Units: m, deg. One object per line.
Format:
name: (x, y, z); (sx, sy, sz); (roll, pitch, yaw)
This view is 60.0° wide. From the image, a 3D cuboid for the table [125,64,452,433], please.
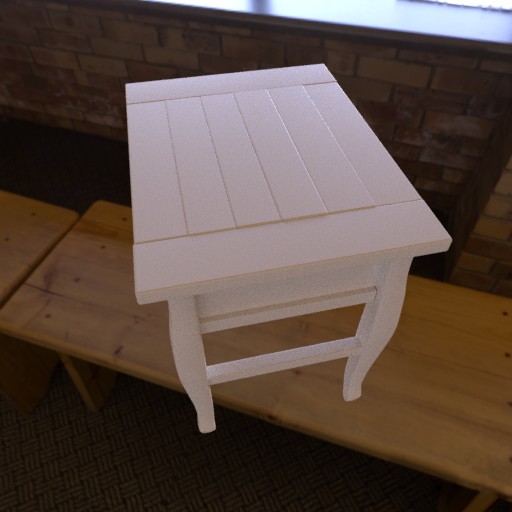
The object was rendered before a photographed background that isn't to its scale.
table: (0.000, 0.000, 1.039); (0.463, 0.605, 0.599); (-9, 48, -8)
